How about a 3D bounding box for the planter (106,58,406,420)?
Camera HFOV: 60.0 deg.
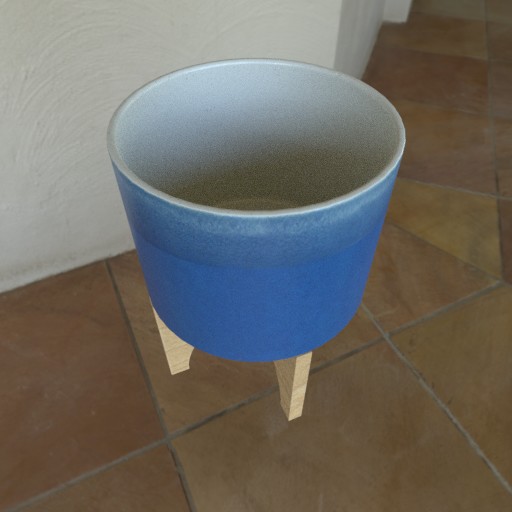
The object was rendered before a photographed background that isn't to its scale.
[{"bbox_3d":[0.000,0.000,0.387,0.192,0.263,0.192,0,47,0],"label":"planter"}]
